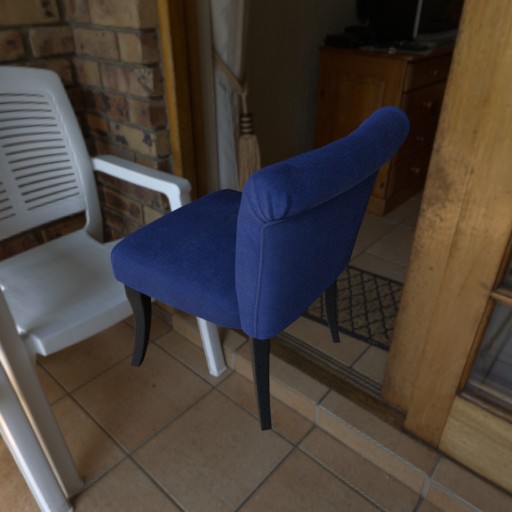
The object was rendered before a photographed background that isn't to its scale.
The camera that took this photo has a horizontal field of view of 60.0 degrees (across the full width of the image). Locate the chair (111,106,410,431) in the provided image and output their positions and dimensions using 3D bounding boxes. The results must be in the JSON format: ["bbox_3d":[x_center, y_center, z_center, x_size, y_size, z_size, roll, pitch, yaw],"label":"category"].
[{"bbox_3d":[0.000,0.000,1.207,0.606,0.753,0.585,21,37,30],"label":"chair"}]
